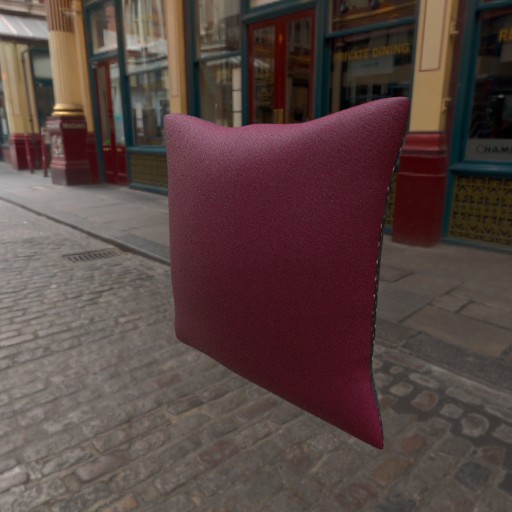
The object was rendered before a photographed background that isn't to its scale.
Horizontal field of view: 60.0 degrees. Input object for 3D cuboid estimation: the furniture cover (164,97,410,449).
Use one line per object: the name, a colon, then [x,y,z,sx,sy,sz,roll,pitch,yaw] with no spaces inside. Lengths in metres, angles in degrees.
furniture cover: [0.000,0.000,0.797,0.193,0.509,0.552,-14,20,-42]
